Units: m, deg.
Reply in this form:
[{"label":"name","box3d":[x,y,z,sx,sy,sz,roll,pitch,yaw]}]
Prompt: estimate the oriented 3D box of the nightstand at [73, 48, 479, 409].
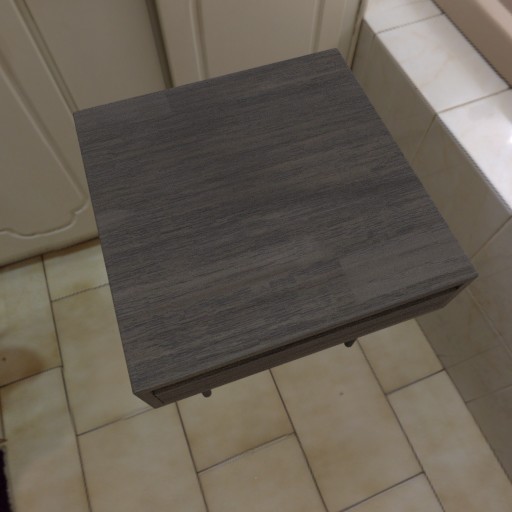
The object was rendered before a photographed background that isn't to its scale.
[{"label":"nightstand","box3d":[0.000,0.000,0.920,0.502,0.497,0.503,-17,65,-8]}]
